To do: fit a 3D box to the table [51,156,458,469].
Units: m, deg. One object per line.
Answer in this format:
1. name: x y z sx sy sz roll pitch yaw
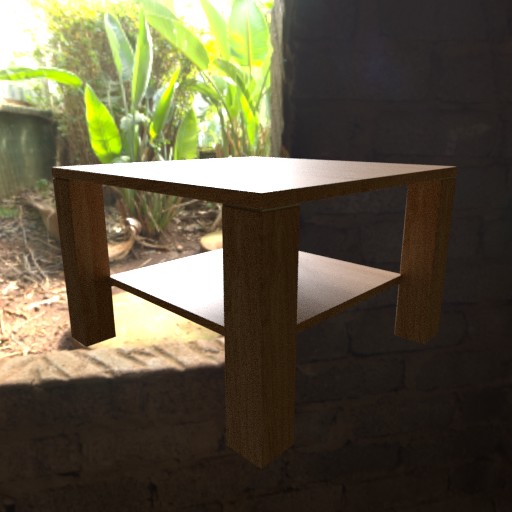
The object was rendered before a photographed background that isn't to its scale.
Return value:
1. table: 0.000 0.000 1.138 0.700 0.450 0.700 14 21 42
